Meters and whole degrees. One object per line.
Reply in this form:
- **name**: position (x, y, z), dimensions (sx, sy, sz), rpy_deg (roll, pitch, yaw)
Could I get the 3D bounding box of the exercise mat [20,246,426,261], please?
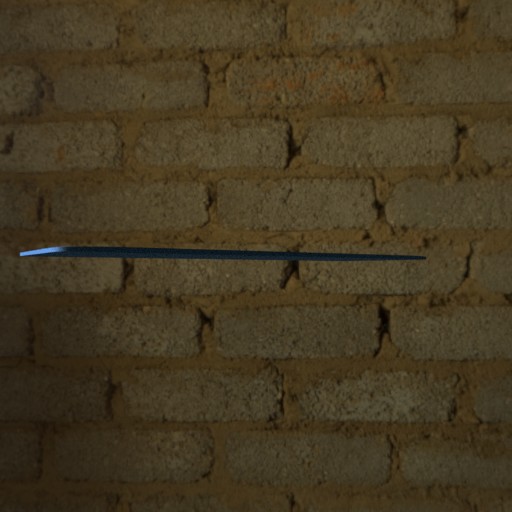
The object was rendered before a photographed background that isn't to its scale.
- **exercise mat**: position (0.000, 0.000, 2.045), dimensions (1.869, 0.021, 0.616), rpy_deg (1, -2, -37)
